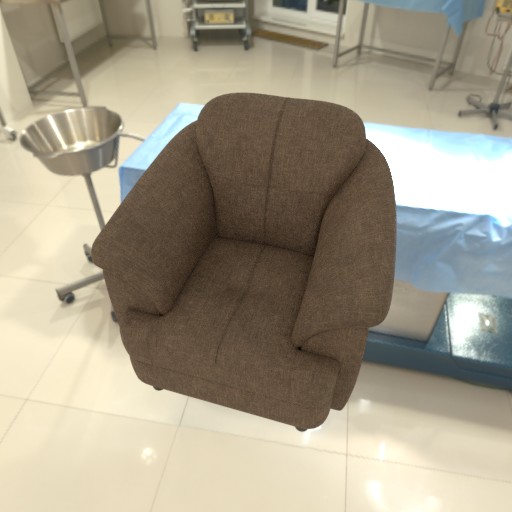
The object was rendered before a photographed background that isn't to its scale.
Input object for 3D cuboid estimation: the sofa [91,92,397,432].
[{"bbox_3d":[0.000,0.000,1.493,0.870,0.811,0.794,11,43,13],"label":"sofa"}]
